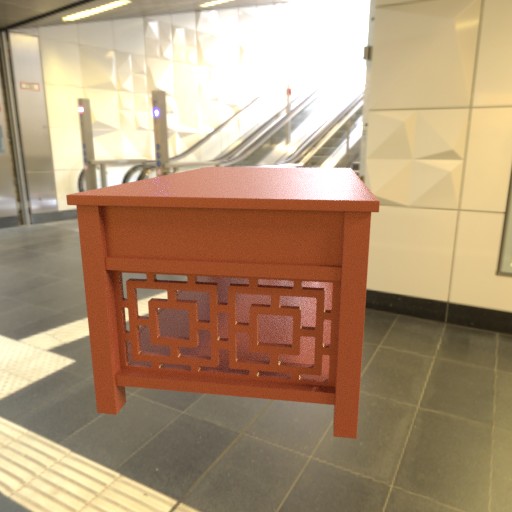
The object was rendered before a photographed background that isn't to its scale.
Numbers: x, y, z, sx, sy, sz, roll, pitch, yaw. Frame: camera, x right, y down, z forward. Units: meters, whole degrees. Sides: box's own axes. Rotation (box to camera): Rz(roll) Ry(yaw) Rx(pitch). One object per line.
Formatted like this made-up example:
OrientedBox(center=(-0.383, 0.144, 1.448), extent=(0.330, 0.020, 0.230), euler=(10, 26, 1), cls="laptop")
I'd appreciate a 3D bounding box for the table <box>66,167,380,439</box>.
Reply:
OrientedBox(center=(0.000, 0.000, 1.398), extent=(0.612, 0.493, 1.068), euler=(2, 15, 9), cls="table")
